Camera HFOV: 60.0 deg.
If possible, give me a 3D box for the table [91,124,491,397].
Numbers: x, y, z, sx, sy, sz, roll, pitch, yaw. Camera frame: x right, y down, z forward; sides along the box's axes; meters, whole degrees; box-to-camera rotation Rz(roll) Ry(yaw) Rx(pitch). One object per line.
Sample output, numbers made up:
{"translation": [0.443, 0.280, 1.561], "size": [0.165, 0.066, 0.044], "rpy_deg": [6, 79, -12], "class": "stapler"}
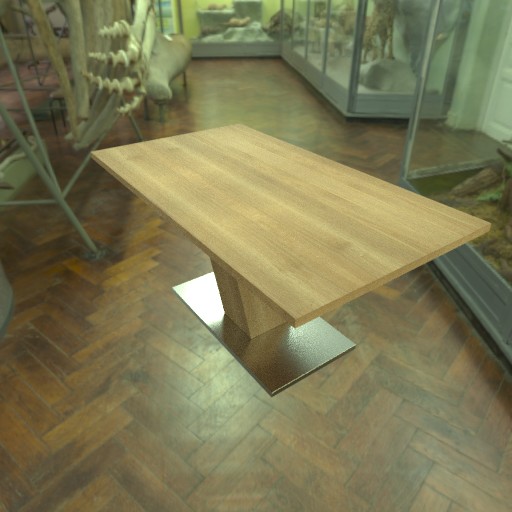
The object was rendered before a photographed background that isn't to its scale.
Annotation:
{"translation": [0.000, 0.000, 2.092], "size": [0.900, 0.750, 1.600], "rpy_deg": [-21, 37, -30], "class": "table"}
